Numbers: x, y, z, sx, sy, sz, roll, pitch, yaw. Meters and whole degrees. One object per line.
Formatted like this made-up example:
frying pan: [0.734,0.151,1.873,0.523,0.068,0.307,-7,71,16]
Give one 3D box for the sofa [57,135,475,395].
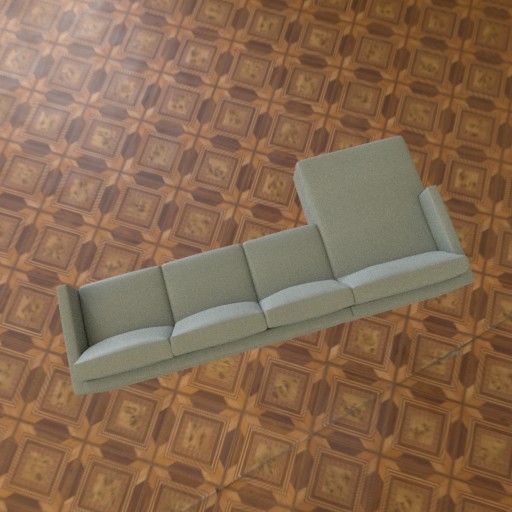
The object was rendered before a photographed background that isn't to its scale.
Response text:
sofa: [0.000,0.000,4.088,3.470,0.953,1.600,-15,76,-4]
